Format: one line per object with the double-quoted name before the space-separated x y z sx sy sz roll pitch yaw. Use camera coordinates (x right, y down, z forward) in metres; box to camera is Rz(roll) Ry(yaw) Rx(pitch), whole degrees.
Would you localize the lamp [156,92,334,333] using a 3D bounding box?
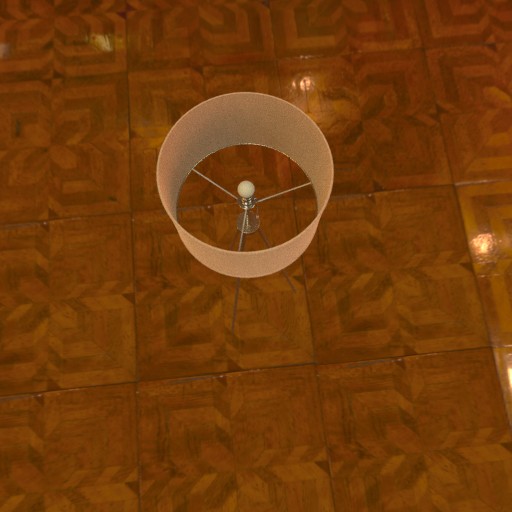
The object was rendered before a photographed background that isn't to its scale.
"lamp" 0.000 0.000 1.764 0.460 1.545 0.449 -3 75 -1
